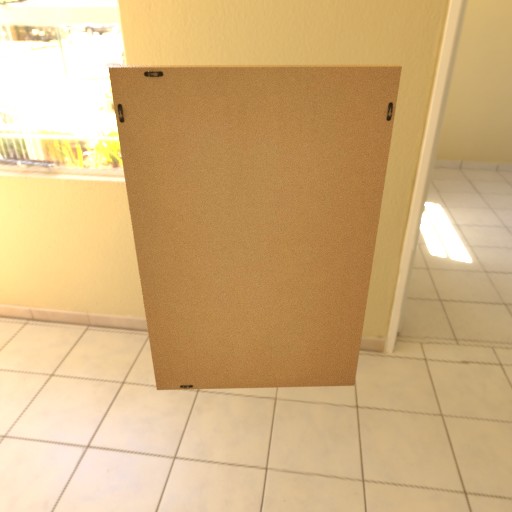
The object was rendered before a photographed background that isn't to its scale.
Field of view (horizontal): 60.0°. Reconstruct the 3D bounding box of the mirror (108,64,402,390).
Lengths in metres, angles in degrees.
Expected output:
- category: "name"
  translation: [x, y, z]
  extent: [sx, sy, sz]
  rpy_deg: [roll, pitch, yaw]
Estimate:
- category: "mirror"
  translation: [0.000, 0.000, 1.155]
  extent: [0.609, 0.915, 0.040]
  rpy_deg: [-1, 29, -1]
